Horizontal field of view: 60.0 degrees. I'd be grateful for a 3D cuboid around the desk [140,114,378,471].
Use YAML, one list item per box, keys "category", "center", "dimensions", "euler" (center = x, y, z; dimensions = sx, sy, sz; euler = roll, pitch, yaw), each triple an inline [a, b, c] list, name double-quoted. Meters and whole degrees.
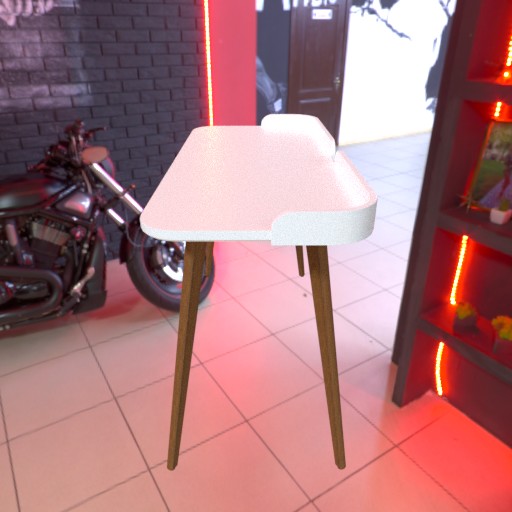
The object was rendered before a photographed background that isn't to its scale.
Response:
- category: "desk"
  center: [0.000, 0.000, 1.615]
  dimensions: [0.534, 0.807, 1.206]
  euler: [0, 27, 0]
